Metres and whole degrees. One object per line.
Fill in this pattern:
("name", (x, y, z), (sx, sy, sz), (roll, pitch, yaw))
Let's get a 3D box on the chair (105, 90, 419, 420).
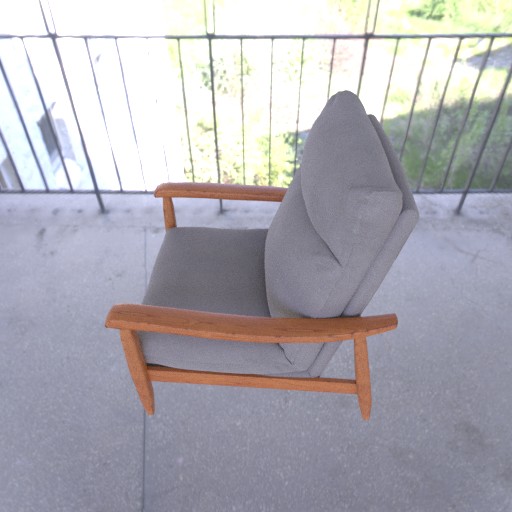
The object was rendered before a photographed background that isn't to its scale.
("chair", (0.000, 0.000, 1.510), (0.816, 0.922, 0.782), (1, 40, 1))
